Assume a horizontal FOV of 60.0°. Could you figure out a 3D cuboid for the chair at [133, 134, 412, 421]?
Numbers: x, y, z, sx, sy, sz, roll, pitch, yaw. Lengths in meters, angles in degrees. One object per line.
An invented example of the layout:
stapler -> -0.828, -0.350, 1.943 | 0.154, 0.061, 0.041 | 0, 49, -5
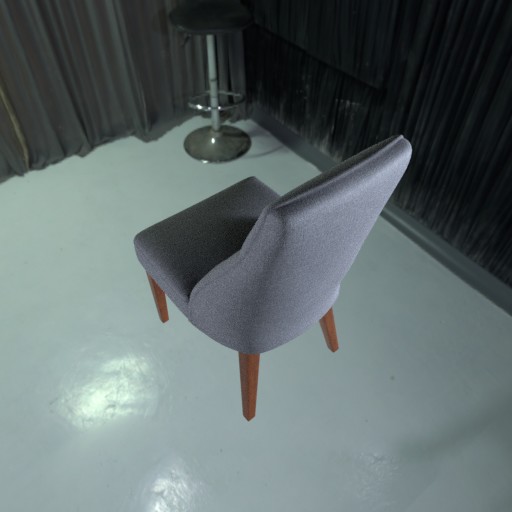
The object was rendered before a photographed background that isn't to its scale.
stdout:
chair -> 0.000, 0.000, 1.299 | 0.500, 0.930, 0.620 | -31, 55, -25
